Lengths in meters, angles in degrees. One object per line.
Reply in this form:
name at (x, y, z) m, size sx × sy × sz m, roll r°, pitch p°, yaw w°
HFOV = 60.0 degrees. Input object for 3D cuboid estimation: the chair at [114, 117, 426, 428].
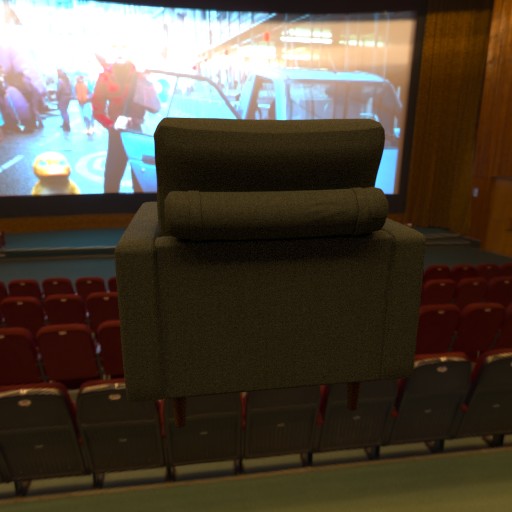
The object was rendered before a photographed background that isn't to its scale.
chair at (0.000, 0.000, 1.517) m, size 0.821 × 0.880 × 0.843 m, roll -2°, pitch 15°, yaw -9°
